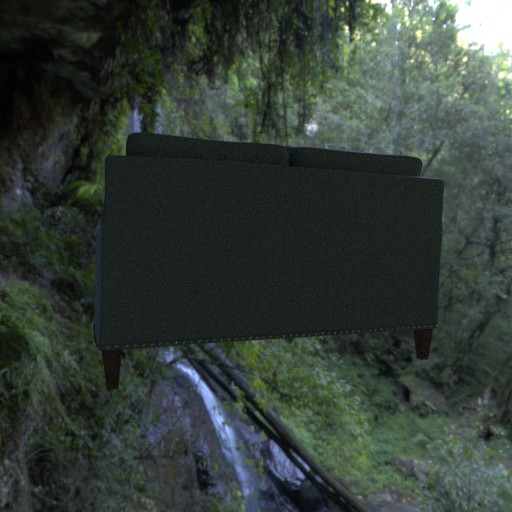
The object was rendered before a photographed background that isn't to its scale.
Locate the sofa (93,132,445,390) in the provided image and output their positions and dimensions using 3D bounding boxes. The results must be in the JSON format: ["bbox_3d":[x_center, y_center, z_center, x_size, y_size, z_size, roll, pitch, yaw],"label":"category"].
[{"bbox_3d":[0.000,0.000,2.308,1.597,1.003,1.084,0,0,-20],"label":"sofa"}]
